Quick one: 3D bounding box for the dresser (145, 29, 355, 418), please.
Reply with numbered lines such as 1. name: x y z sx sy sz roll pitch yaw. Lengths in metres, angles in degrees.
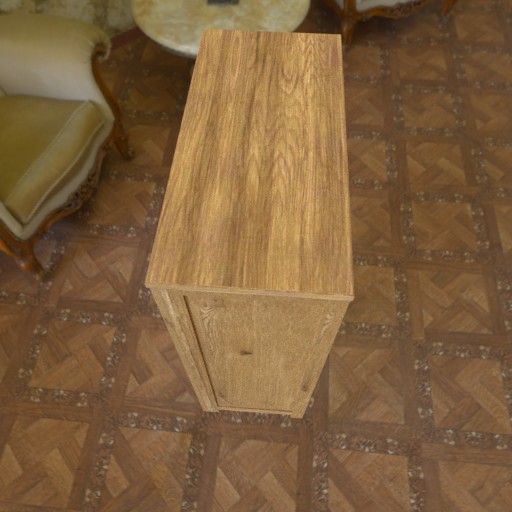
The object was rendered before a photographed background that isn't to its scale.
1. dresser: 0.000 0.000 1.967 0.558 1.431 1.081 4 58 2
